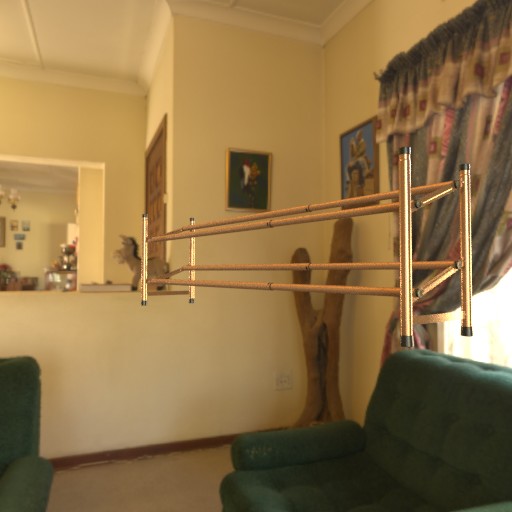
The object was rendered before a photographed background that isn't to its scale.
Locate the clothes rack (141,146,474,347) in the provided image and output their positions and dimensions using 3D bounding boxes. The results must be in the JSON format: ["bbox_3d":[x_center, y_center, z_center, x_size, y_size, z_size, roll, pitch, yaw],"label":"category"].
[{"bbox_3d":[0.000,0.000,1.295,0.229,0.349,1.168,1,-2,-37],"label":"clothes rack"}]
